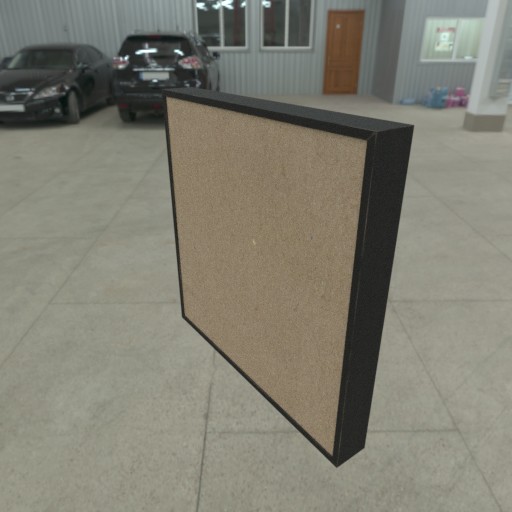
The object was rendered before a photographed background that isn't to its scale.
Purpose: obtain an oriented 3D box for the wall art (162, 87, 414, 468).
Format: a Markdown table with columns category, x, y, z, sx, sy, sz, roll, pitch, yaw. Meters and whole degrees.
| category | x | y | z | sx | sy | sz | roll | pitch | yaw |
| --- | --- | --- | --- | --- | --- | --- | --- | --- | --- |
| wall art | 0.000 | 0.000 | 0.462 | 0.038 | 0.305 | 0.305 | -18 | 32 | -32 |
